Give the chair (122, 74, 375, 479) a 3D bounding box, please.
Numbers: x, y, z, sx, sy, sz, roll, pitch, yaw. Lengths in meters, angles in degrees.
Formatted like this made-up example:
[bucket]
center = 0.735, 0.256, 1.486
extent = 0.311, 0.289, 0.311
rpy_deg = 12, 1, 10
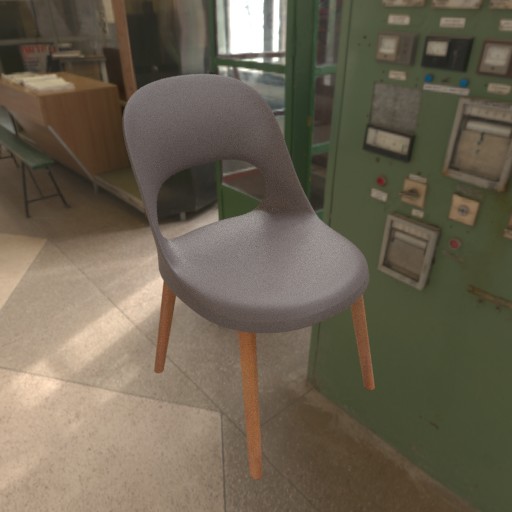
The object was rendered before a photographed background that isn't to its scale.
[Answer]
[chair]
center = 0.000, 0.000, 1.115
extent = 0.470, 0.794, 0.556
rpy_deg = -23, 37, -34
